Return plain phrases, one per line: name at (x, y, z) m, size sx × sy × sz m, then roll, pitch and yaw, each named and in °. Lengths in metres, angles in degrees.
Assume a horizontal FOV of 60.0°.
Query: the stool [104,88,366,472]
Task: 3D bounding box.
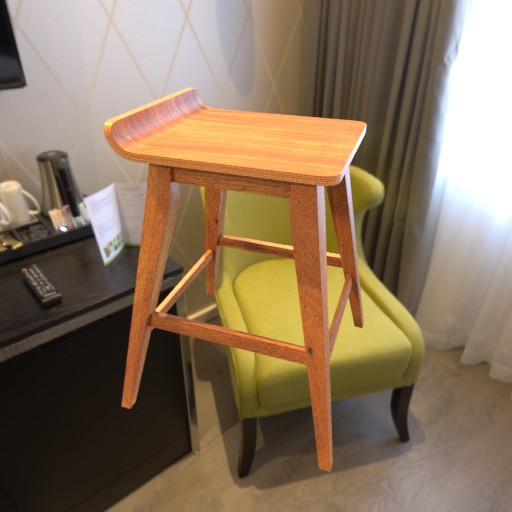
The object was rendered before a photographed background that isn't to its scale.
stool at (0.000, 0.000, 1.013) m, size 0.500 × 0.650 × 0.500 m, roll 10°, pitch 33°, yaw 17°
